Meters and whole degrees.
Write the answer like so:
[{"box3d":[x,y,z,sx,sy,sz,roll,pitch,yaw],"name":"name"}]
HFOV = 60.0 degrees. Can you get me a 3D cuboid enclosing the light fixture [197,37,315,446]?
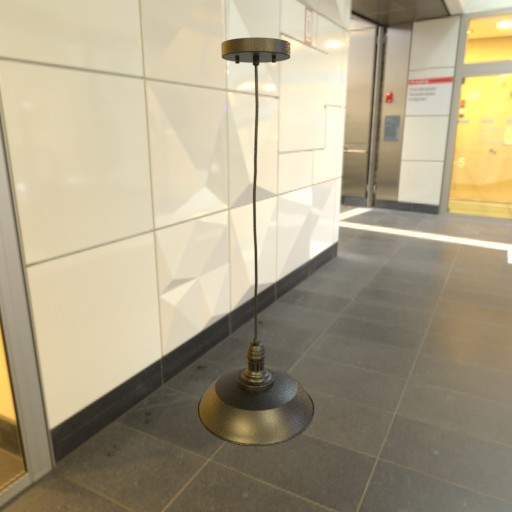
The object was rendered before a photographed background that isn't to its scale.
[{"box3d":[0.000,0.000,1.136,0.331,0.993,0.331,2,16,9],"name":"light fixture"}]
